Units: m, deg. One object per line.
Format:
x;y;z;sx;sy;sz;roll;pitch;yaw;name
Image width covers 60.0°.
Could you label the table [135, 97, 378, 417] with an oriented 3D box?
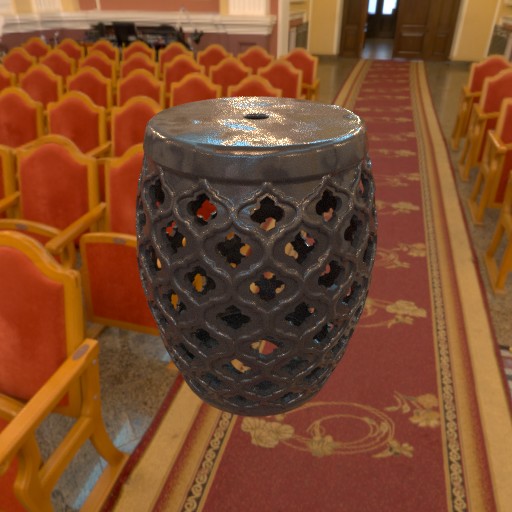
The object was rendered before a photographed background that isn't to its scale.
0.000;0.000;0.630;0.325;0.388;0.325;0;30;0;table
